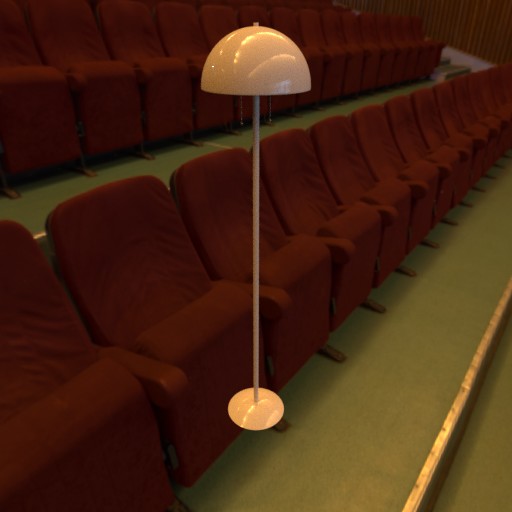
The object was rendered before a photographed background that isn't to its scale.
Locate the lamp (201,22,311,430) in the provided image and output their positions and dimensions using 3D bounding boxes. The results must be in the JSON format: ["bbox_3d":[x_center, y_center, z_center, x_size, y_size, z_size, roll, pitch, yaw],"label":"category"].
[{"bbox_3d":[0.000,0.000,1.589,0.328,1.480,0.328,18,32,32],"label":"lamp"}]
